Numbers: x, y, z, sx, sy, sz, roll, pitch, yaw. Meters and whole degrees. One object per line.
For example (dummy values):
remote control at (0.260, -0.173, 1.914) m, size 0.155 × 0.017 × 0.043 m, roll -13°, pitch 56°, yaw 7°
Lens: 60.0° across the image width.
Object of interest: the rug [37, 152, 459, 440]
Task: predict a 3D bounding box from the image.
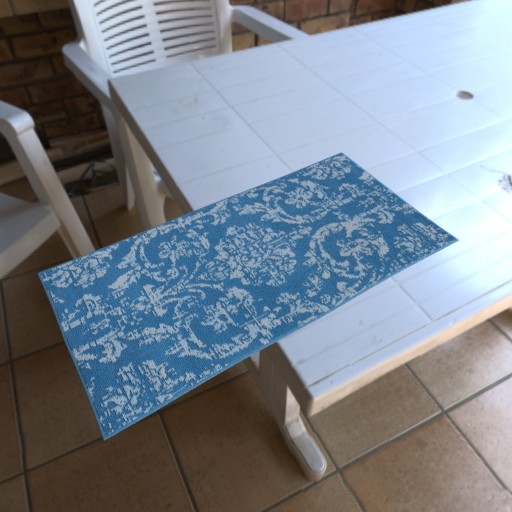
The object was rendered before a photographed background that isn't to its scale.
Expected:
rug at (0.000, 0.000, 1.419) m, size 1.219 × 0.007 × 0.604 m, roll -25°, pitch 52°, yaw -22°
